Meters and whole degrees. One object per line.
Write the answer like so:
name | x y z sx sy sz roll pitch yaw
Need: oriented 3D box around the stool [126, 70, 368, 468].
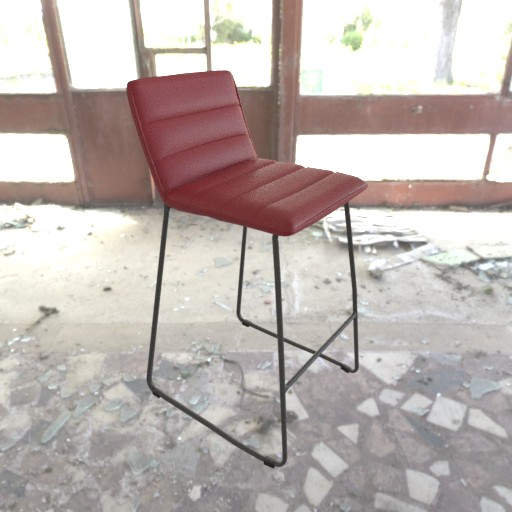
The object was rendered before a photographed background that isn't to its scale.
stool | 0.000 0.000 1.254 0.524 0.937 0.489 19 33 32
